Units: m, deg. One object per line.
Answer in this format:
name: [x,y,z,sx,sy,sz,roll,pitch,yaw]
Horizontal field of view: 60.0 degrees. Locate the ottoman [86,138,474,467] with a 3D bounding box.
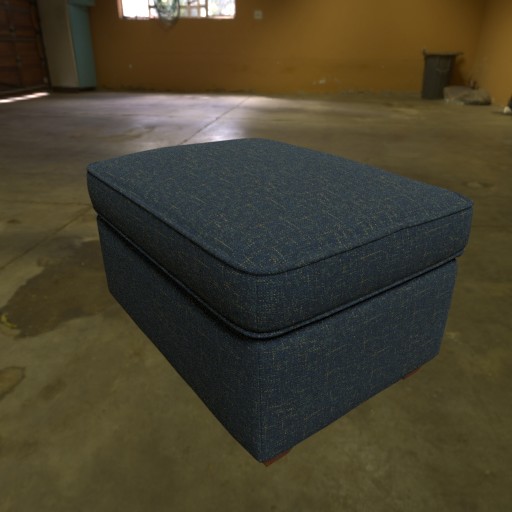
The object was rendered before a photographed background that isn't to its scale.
ottoman: [0.000,0.000,1.042,0.549,0.450,0.749,-17,31,-32]
